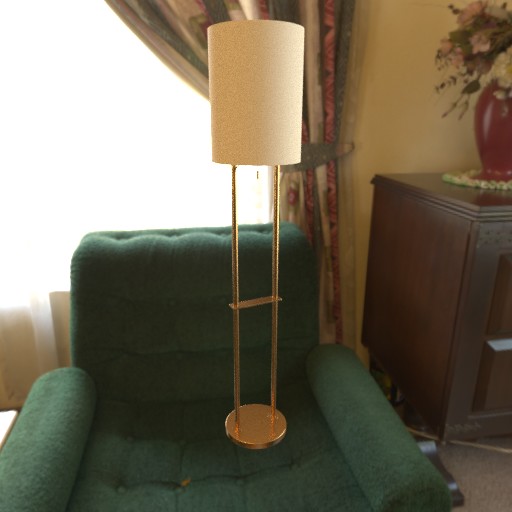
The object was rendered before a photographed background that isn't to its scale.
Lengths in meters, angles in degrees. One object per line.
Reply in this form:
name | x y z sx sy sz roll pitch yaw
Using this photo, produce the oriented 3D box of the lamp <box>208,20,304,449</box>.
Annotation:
lamp | 0.000 0.000 1.626 0.306 1.500 0.305 -9 19 -26
